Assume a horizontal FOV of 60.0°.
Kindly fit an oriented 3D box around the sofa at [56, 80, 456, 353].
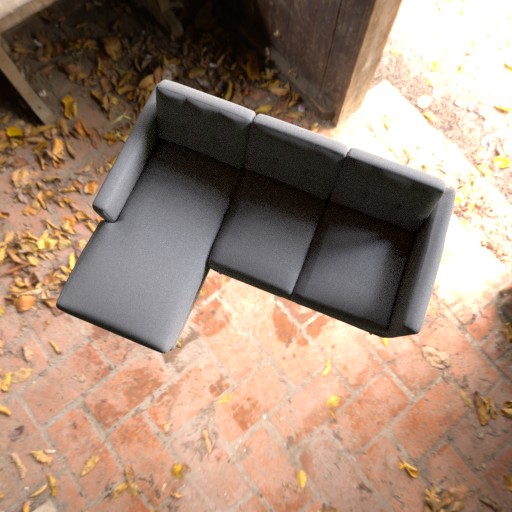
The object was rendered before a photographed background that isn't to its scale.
[{"bbox_3d":[0.000,0.000,2.769,2.040,0.860,1.530,21,76,5],"label":"sofa"}]
